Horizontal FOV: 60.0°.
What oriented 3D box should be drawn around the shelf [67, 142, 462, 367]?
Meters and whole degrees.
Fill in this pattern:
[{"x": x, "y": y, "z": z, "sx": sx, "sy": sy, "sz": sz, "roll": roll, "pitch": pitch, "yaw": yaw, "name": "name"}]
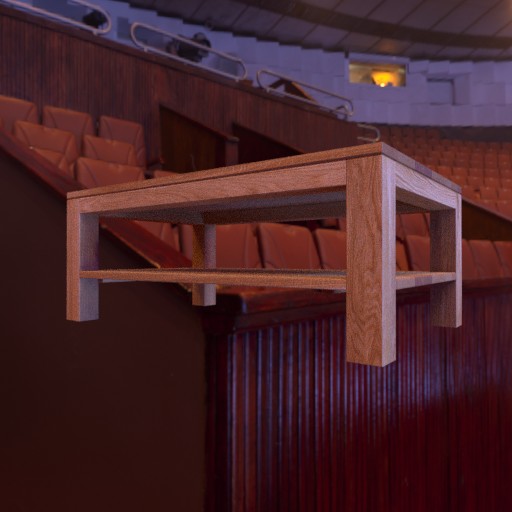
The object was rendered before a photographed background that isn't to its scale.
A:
[{"x": 0.000, "y": 0.000, "z": 1.507, "sx": 1.150, "sy": 0.450, "sz": 0.700, "roll": 0, "pitch": 0, "yaw": 37, "name": "shelf"}]
